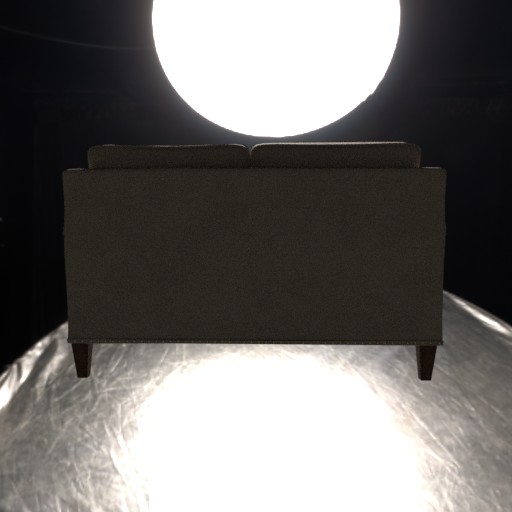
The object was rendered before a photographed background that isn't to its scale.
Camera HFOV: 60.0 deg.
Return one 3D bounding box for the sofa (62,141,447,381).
[{"bbox_3d":[0.000,0.000,2.262,1.597,1.003,1.084,0,2,2],"label":"sofa"}]
